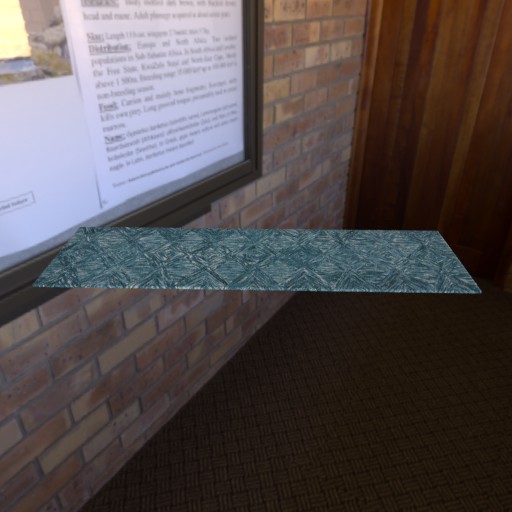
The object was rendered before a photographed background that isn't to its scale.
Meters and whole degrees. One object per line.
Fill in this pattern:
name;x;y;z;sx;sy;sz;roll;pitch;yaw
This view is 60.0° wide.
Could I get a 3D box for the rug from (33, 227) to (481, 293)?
rug;0.000;0.000;2.545;2.286;0.016;0.676;1;30;1
